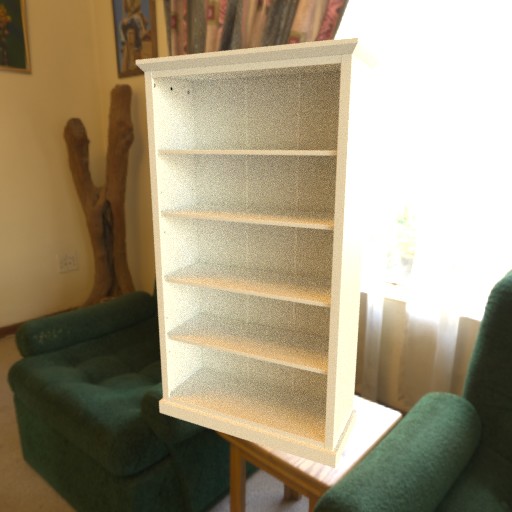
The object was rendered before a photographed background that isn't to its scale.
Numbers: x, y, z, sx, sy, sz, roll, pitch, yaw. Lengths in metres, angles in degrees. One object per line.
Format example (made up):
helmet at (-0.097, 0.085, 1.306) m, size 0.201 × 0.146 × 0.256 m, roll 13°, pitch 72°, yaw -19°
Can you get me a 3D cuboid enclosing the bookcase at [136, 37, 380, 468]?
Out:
bookcase at (0.000, 0.000, 2.276) m, size 1.050 × 1.880 × 0.432 m, roll 7°, pitch 16°, yaw 25°
